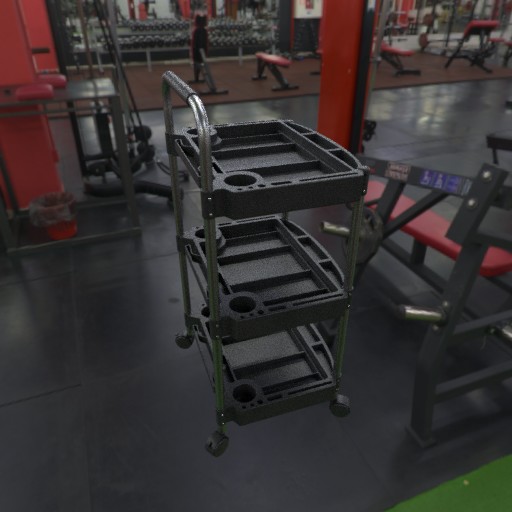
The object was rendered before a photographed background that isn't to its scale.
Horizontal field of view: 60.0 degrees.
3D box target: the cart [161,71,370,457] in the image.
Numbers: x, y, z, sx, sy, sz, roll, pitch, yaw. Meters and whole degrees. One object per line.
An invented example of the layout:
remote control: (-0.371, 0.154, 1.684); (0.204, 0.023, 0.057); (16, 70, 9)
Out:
cart: (0.000, 0.000, 1.411); (0.518, 1.075, 0.584); (-10, 33, -16)
